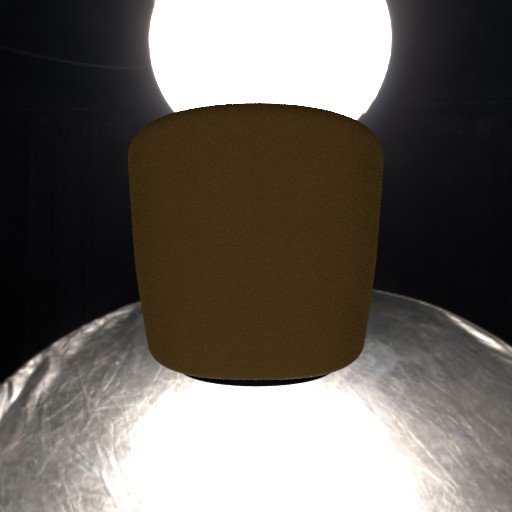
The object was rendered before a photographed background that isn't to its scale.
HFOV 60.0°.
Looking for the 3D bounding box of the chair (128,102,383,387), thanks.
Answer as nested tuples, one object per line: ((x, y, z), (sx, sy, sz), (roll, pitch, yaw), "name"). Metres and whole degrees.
((0.000, 0.000, 1.356), (0.773, 0.698, 0.767), (0, 0, 1), "chair")
